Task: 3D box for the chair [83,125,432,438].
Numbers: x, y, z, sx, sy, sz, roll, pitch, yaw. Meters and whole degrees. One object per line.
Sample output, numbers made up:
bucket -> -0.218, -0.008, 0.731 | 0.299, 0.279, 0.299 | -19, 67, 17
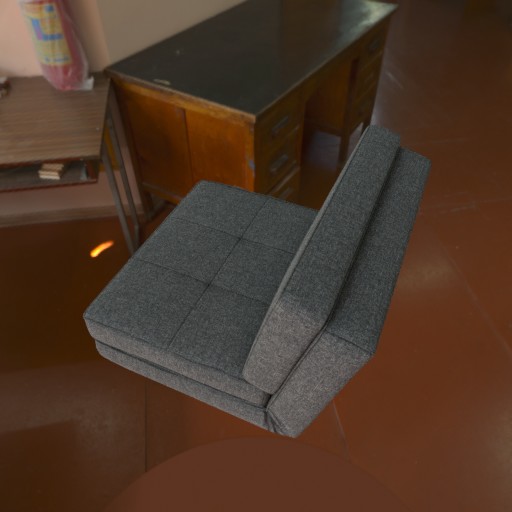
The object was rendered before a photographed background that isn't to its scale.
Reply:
chair -> 0.000, 0.000, 1.332 | 0.800, 0.615, 0.740 | 18, 49, 16
